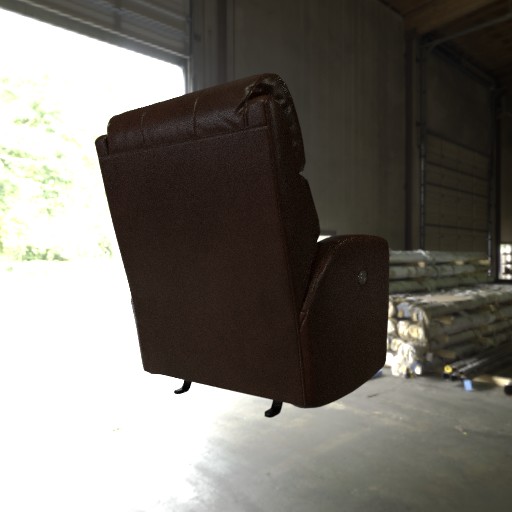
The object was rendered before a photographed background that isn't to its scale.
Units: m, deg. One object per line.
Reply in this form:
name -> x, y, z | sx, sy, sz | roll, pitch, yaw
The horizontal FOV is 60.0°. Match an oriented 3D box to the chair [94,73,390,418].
chair -> 0.000, 0.000, 1.699 | 0.787, 1.016, 0.939 | 0, 0, 35
